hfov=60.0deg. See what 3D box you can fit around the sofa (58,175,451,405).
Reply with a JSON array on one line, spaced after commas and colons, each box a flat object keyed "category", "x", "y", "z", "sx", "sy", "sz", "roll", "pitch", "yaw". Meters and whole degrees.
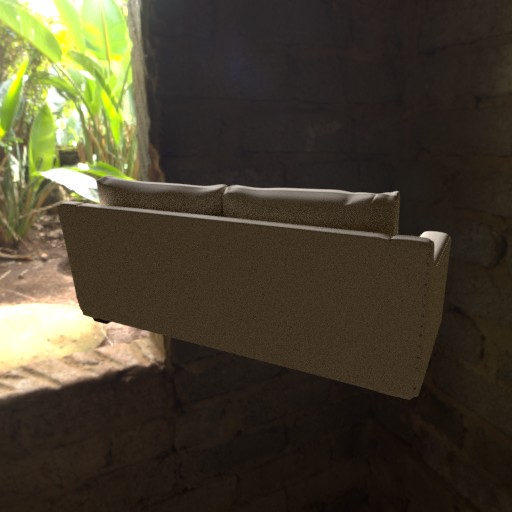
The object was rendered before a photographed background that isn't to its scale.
[{"category": "sofa", "x": 0.000, "y": 0.000, "z": 2.339, "sx": 1.812, "sy": 0.830, "sz": 0.949, "roll": 8, "pitch": 18, "yaw": 27}]
